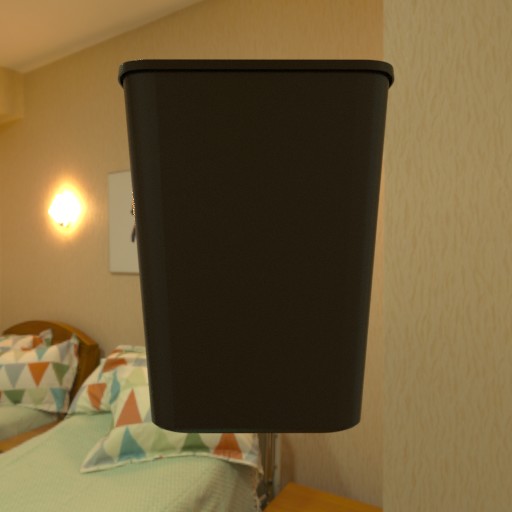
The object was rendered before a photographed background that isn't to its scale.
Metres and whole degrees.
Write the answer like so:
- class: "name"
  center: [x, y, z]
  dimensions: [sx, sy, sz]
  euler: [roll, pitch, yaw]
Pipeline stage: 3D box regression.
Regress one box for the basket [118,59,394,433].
- class: "basket"
  center: [0.000, 0.000, 0.728]
  dimensions: [0.394, 0.521, 0.287]
  euler: [0, 0, 0]
